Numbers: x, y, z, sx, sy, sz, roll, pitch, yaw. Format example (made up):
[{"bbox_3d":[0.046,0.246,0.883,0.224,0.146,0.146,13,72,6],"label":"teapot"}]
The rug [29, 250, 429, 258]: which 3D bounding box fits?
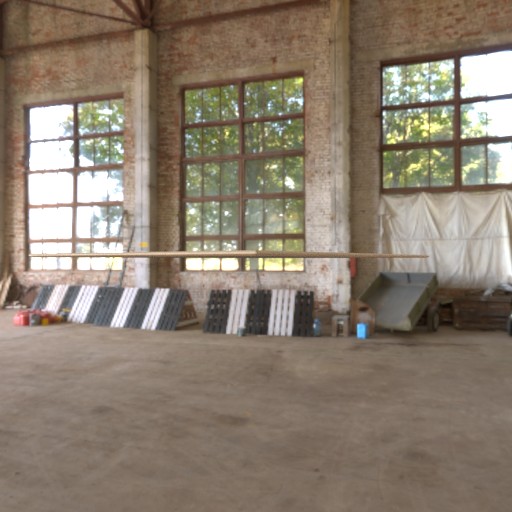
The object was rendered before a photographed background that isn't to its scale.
[{"bbox_3d":[0.000,0.000,2.750,1.525,0.020,2.081,0,-1,36],"label":"rug"}]
